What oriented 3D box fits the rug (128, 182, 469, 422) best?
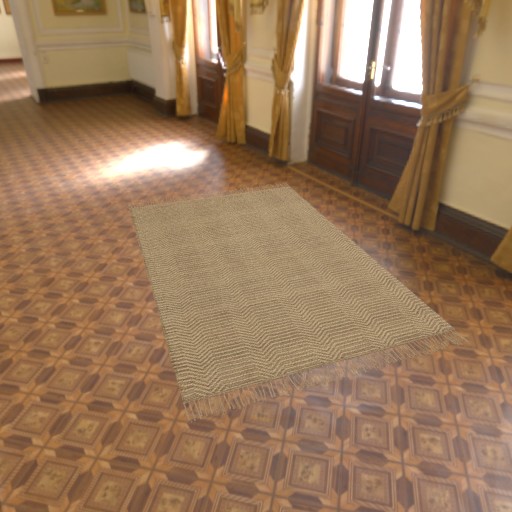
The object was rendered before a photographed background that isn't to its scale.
[{"bbox_3d":[0.000,0.000,3.157,1.528,0.034,2.523,-10,32,-17],"label":"rug"}]
